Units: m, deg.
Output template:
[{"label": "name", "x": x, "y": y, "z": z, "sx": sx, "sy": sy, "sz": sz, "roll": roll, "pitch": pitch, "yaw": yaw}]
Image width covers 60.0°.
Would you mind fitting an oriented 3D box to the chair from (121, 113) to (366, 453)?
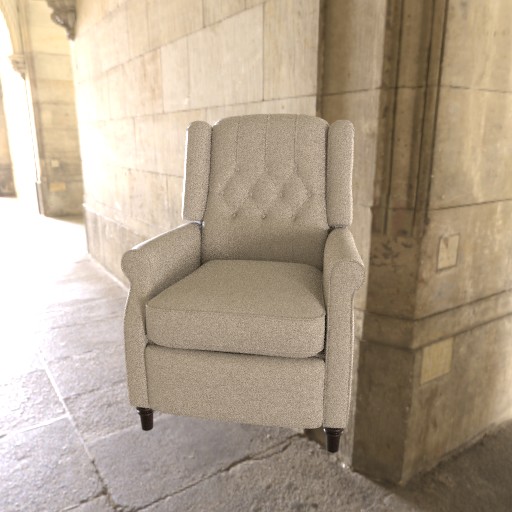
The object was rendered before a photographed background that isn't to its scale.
[{"label": "chair", "x": 0.000, "y": 0.000, "z": 1.629, "sx": 0.742, "sy": 1.035, "sz": 0.902, "roll": 3, "pitch": 15, "yaw": 10}]
